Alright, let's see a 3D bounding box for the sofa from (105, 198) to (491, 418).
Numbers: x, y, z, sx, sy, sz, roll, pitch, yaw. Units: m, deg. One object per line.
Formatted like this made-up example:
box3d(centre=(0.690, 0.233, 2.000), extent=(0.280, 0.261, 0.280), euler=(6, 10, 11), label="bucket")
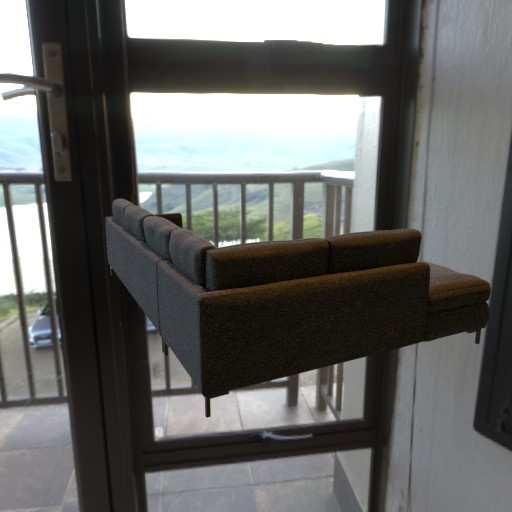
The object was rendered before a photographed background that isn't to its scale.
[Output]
box3d(centre=(0.000, 0.000, 3.721), extent=(2.007, 0.815, 2.949), euler=(-6, 15, -26), label="sofa")
